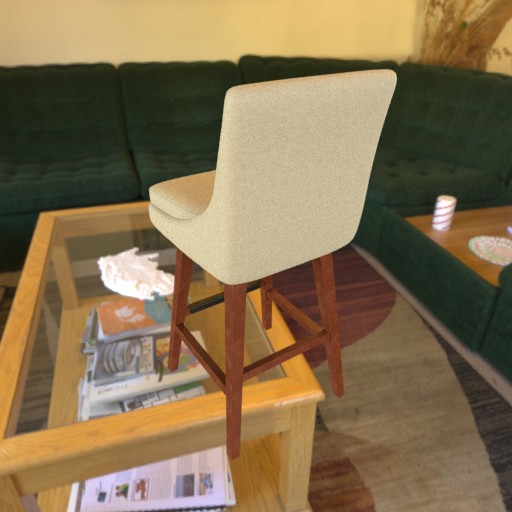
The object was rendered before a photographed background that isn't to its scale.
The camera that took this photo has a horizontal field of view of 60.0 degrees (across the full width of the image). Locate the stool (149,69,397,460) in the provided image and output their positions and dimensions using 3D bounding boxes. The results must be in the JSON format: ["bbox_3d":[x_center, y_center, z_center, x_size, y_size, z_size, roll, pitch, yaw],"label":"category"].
[{"bbox_3d":[0.000,0.000,1.355,0.470,1.092,0.559,-19,35,-29],"label":"stool"}]
